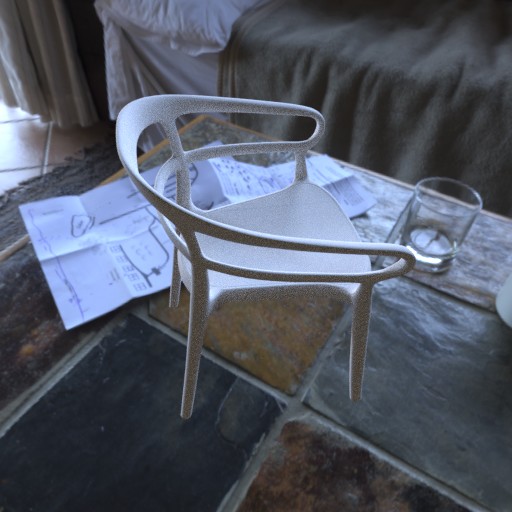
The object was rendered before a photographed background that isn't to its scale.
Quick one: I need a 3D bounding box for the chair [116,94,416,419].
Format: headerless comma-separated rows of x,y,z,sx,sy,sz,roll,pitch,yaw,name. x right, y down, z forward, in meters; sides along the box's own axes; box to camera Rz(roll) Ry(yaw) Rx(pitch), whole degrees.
0.000,0.000,1.121,0.527,0.761,0.559,-9,46,-9,chair
